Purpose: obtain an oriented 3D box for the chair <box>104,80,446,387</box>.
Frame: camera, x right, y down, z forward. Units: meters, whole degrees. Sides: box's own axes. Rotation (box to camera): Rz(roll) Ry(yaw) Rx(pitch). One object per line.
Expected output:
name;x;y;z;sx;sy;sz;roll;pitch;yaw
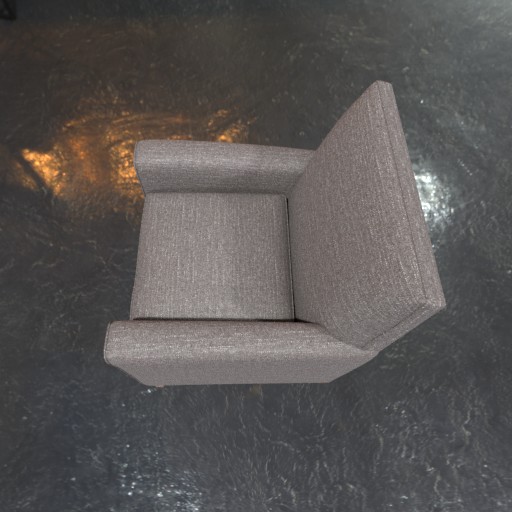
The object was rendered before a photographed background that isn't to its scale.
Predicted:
chair;0.000;0.000;1.581;0.875;0.885;0.838;-1;61;-1
